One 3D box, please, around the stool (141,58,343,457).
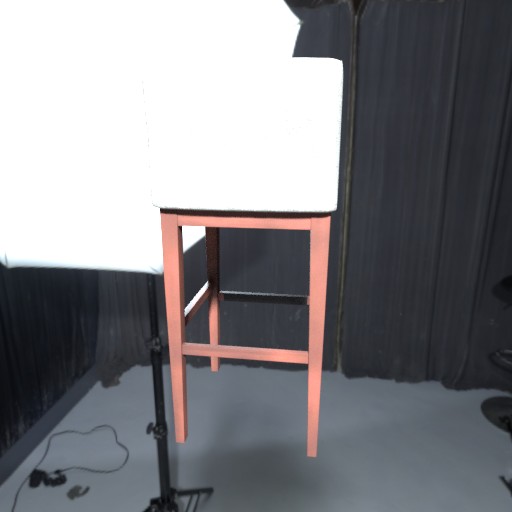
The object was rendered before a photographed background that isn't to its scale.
[{"bbox_3d":[0.000,0.000,1.251,0.426,0.965,0.499,2,15,9],"label":"stool"}]
